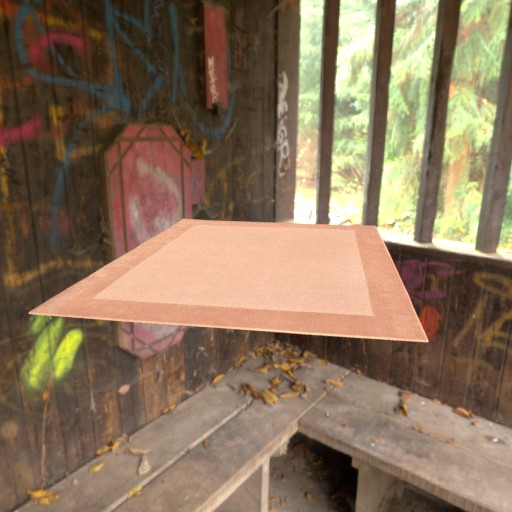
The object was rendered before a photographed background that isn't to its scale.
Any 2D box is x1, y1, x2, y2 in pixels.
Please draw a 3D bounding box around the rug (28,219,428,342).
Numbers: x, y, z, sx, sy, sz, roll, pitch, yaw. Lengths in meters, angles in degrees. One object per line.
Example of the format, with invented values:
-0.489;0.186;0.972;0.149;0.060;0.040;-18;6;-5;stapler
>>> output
0.000;0.000;4.061;2.431;0.021;3.057;3;16;9;rug
